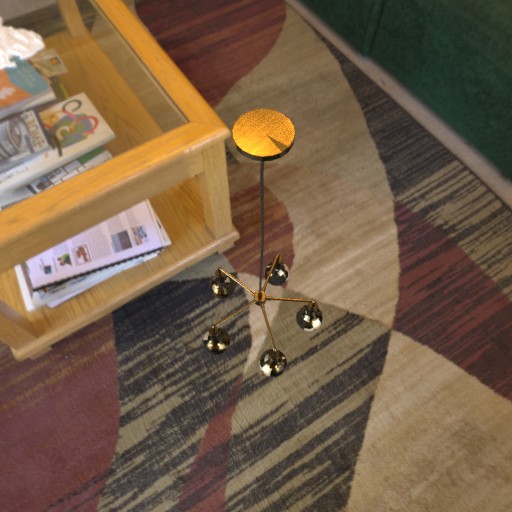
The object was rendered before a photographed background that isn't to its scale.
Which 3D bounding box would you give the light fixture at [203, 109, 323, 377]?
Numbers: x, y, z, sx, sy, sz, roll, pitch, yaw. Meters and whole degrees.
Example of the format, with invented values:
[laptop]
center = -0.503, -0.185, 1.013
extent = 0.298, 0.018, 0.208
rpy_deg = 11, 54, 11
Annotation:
[light fixture]
center = 0.000, 0.000, 1.217
extent = 0.421, 0.988, 0.438
rpy_deg = 36, 68, 17
